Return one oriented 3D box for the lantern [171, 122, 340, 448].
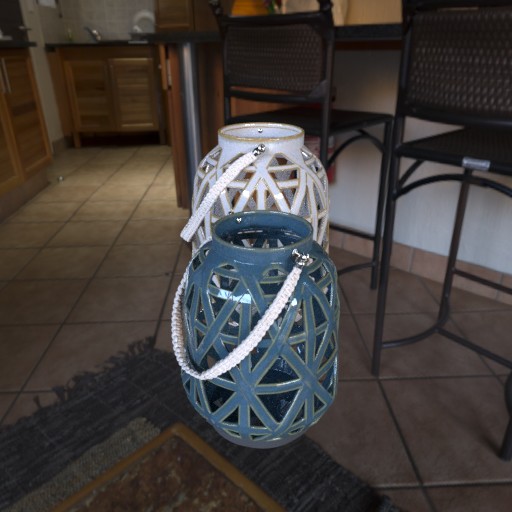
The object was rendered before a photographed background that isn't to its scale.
[{"bbox_3d":[0.000,0.000,0.619,0.245,0.307,0.439,0,26,0],"label":"lantern"}]
